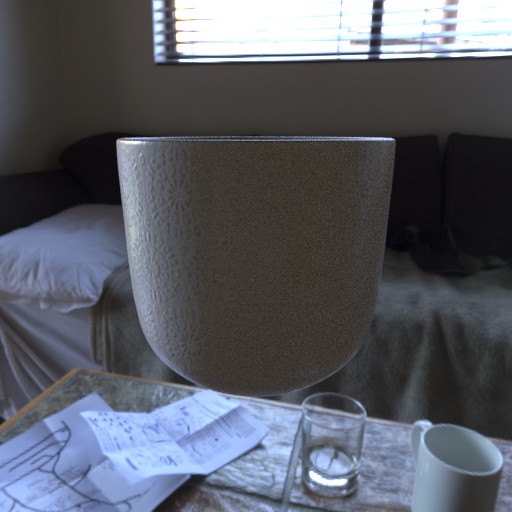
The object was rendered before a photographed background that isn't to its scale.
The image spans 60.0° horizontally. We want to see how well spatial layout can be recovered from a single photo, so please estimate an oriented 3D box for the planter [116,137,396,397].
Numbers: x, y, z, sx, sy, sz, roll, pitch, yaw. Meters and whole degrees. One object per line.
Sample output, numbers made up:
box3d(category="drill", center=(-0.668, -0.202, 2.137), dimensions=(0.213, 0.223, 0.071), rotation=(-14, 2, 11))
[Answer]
box3d(category="planter", center=(0.000, 0.000, 0.369), dimensions=(0.208, 0.190, 0.208), rotation=(0, 16, 0))
